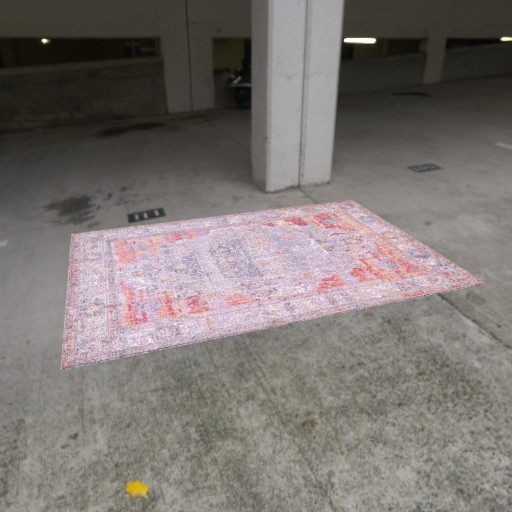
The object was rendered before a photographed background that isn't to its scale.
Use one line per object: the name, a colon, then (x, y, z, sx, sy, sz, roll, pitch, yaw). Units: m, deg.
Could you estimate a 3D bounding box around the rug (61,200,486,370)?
rug: (0.000, 0.000, 2.298, 1.829, 0.005, 1.219, -9, 28, -17)
